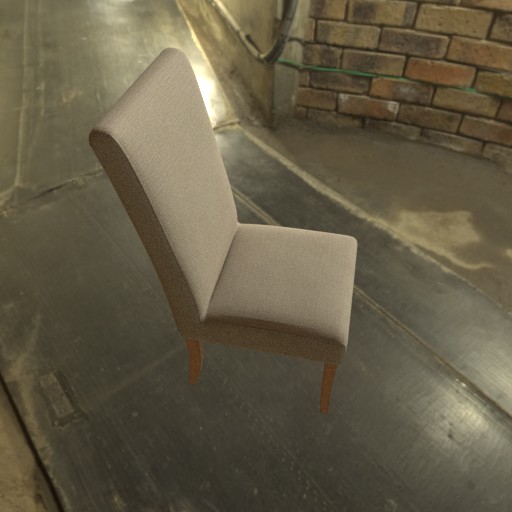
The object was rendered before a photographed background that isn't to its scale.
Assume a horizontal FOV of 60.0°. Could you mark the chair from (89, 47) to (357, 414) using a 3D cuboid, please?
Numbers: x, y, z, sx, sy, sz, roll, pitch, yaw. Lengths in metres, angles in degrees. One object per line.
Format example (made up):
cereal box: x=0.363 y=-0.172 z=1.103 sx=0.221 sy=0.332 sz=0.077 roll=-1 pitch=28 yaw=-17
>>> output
chair: x=0.000 y=0.000 z=1.347 sx=0.611 sy=1.033 sz=0.450 roll=9 pitch=48 yaw=9
